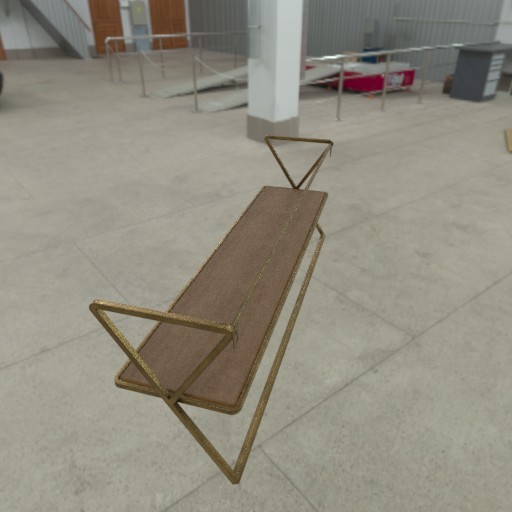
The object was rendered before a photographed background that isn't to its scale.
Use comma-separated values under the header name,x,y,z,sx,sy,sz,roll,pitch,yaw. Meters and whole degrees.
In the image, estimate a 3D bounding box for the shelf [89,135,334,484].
name,x,y,z,sx,sy,sz,roll,pitch,yaw
shelf,0.000,0.000,0.736,0.150,0.229,0.645,8,31,14
